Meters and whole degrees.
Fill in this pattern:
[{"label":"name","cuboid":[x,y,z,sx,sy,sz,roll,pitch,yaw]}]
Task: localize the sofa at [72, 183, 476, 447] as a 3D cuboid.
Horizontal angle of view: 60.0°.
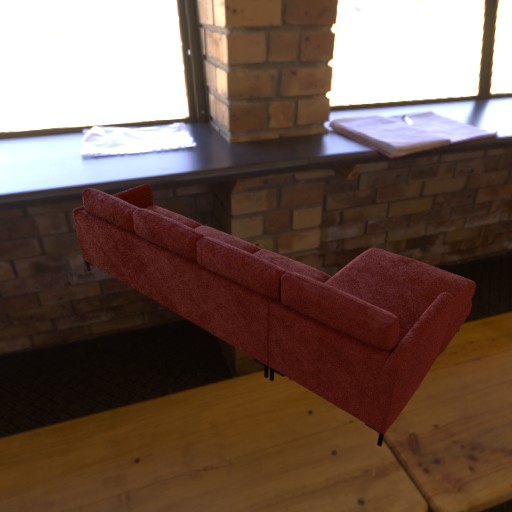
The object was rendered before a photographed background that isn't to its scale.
[{"label":"sofa","cuboid":[0.000,0.000,2.900,2.467,0.663,1.136,23,37,33]}]
